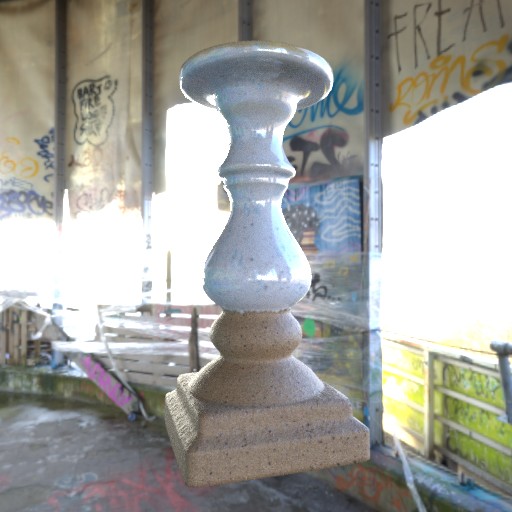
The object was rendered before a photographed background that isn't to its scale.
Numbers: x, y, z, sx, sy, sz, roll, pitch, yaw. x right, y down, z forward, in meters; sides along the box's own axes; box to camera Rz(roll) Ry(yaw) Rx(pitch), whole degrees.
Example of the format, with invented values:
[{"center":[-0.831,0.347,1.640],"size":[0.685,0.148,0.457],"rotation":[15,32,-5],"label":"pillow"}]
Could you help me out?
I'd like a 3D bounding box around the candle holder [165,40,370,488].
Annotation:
[{"center":[0.000,0.000,0.294],"size":[0.110,0.239,0.110],"rotation":[0,-1,-18],"label":"candle holder"}]
